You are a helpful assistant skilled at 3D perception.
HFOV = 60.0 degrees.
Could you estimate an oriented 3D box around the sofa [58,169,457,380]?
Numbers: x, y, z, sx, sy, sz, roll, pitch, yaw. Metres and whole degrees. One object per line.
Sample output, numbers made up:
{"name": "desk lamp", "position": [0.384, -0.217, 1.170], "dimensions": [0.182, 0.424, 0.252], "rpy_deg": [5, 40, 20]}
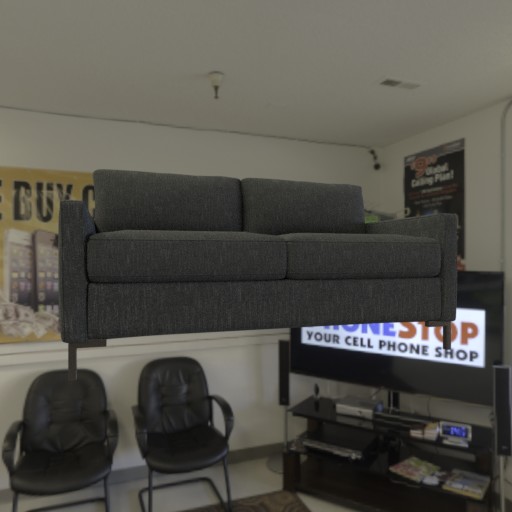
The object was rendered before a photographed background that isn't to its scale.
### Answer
{"name": "sofa", "position": [0.000, 0.000, 2.168], "dimensions": [1.716, 0.862, 0.866], "rpy_deg": [0, 0, -18]}
